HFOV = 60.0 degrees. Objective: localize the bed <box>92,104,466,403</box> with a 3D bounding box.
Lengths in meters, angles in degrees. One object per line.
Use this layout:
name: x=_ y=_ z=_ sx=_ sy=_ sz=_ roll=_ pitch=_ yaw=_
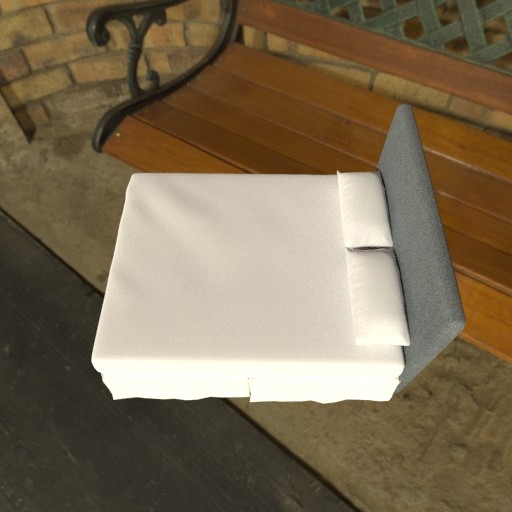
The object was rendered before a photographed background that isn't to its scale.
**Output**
bed: x=0.000 y=0.000 z=3.147 sx=2.142 sy=1.330 sz=1.723 roll=1 pitch=58 yaw=0
